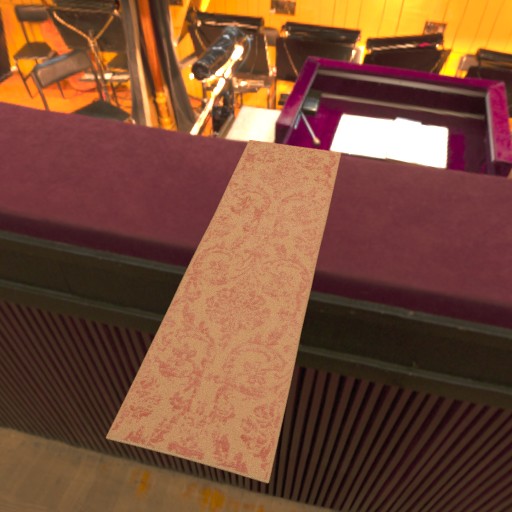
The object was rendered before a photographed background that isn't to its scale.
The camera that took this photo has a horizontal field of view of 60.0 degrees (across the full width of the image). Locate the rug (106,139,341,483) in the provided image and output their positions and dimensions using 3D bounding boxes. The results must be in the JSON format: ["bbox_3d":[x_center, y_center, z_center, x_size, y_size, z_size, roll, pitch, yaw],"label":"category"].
[{"bbox_3d":[0.000,0.000,2.416,0.662,0.011,2.196,11,48,10],"label":"rug"}]
